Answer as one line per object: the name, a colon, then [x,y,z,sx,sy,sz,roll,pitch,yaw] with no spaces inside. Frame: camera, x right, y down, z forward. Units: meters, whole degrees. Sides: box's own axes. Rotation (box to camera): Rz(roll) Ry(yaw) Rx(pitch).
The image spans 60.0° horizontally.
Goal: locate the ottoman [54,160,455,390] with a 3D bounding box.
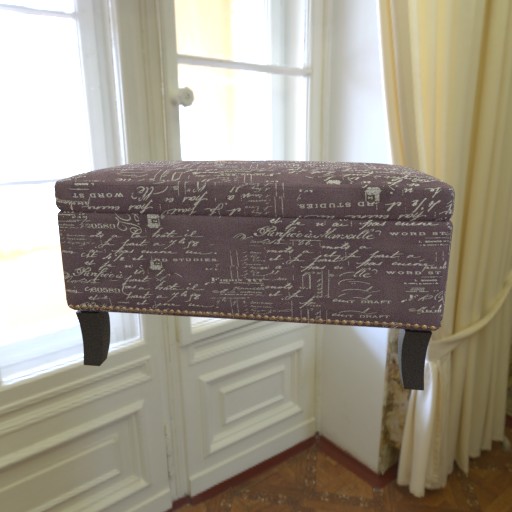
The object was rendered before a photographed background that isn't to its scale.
ottoman: [0.000,0.000,1.100,0.813,0.457,0.406,2,16,8]
